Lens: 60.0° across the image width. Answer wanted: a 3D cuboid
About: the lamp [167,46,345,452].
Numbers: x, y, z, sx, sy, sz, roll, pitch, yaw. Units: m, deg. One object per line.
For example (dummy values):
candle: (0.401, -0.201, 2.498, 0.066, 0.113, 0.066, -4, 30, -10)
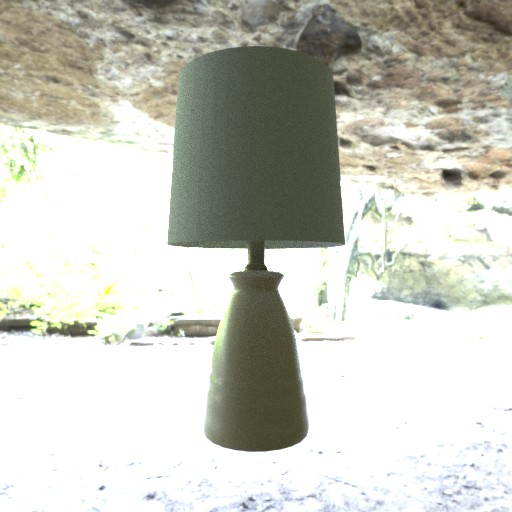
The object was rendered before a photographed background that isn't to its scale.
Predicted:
lamp: (0.000, 0.000, 0.471, 0.186, 0.369, 0.186, 0, -1, 0)
